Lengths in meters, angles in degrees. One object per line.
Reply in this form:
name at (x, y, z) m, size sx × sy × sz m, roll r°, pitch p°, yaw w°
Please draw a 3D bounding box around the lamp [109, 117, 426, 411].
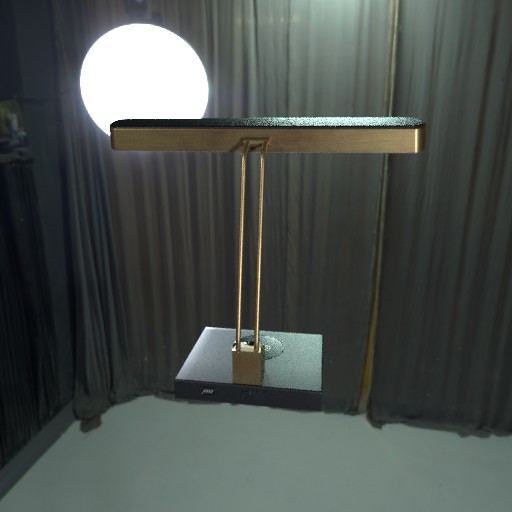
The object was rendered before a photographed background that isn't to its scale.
lamp at (0.000, 0.000, 0.577) m, size 0.412 × 0.345 × 0.156 m, roll 2°, pitch 17°, yaw 8°
